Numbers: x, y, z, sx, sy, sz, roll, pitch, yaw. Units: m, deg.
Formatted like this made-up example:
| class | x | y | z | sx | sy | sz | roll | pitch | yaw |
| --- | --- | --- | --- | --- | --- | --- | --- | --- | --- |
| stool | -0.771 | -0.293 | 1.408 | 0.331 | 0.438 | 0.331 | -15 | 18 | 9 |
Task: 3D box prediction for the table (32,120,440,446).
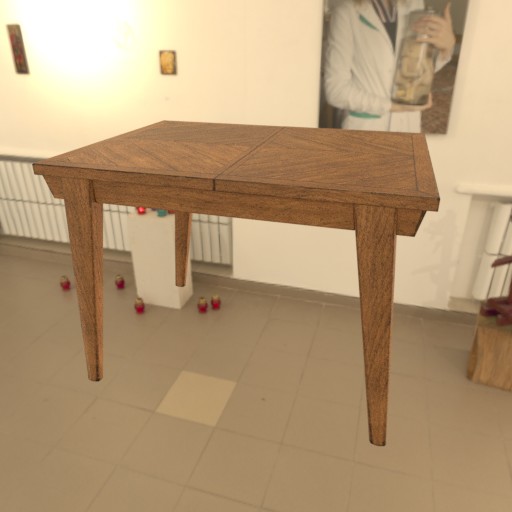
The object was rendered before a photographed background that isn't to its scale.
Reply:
| class | x | y | z | sx | sy | sz | roll | pitch | yaw |
| --- | --- | --- | --- | --- | --- | --- | --- | --- | --- |
| table | 0.000 | 0.000 | 1.547 | 1.027 | 0.760 | 0.757 | 7 | 27 | 15 |
